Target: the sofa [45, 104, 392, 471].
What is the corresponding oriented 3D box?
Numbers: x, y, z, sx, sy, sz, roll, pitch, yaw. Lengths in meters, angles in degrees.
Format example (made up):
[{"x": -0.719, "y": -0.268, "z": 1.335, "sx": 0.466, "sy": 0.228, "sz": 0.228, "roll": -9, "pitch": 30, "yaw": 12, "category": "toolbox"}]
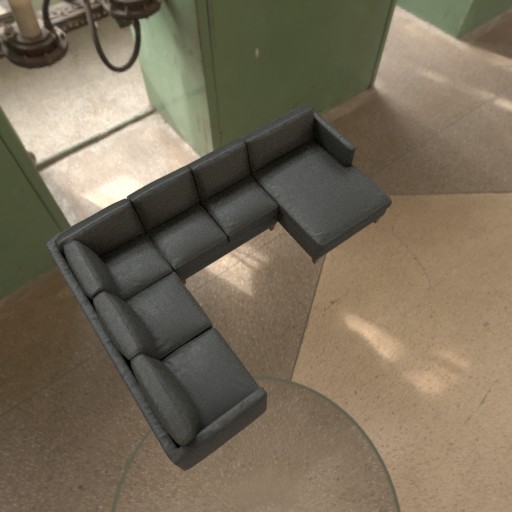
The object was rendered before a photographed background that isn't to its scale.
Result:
[{"x": 0.000, "y": 0.000, "z": 4.673, "sx": 3.460, "sy": 0.923, "sz": 2.593, "roll": -32, "pitch": 64, "yaw": -18, "category": "sofa"}]
